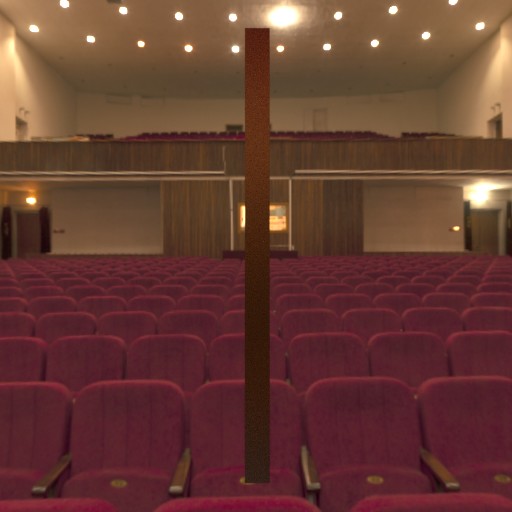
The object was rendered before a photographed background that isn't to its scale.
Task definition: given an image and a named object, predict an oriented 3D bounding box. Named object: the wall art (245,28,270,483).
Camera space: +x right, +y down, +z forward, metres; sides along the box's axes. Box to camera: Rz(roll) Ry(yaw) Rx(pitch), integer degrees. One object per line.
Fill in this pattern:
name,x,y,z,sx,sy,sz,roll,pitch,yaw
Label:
wall art,0.000,0.000,0.774,0.031,0.558,0.461,0,0,0
